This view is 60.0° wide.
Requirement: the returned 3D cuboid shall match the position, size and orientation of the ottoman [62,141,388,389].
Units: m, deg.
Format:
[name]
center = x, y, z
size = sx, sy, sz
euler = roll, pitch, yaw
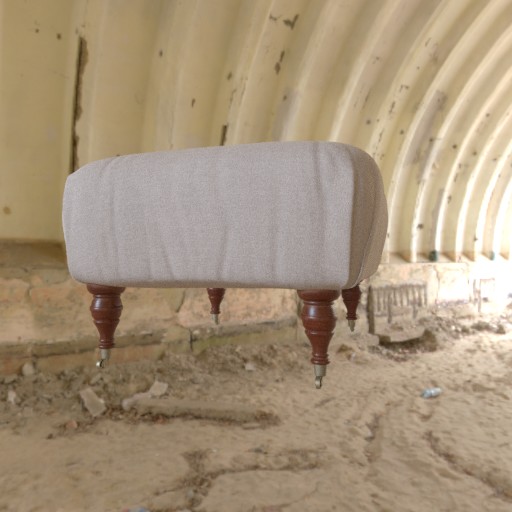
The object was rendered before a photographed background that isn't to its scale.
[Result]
[ottoman]
center = 0.000, 0.000, 1.103
size = 0.622, 0.450, 0.746
euler = 0, 0, 18
